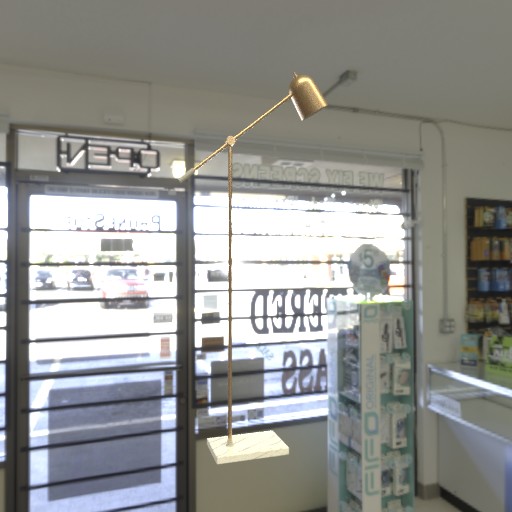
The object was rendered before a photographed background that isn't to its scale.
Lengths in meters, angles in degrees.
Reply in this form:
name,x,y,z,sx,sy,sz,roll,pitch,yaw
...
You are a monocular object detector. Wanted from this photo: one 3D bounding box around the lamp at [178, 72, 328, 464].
name,x,y,z,sx,sy,sz,roll,pitch,yaw
lamp,0.000,0.000,1.852,0.653,1.594,0.194,0,-1,-18
